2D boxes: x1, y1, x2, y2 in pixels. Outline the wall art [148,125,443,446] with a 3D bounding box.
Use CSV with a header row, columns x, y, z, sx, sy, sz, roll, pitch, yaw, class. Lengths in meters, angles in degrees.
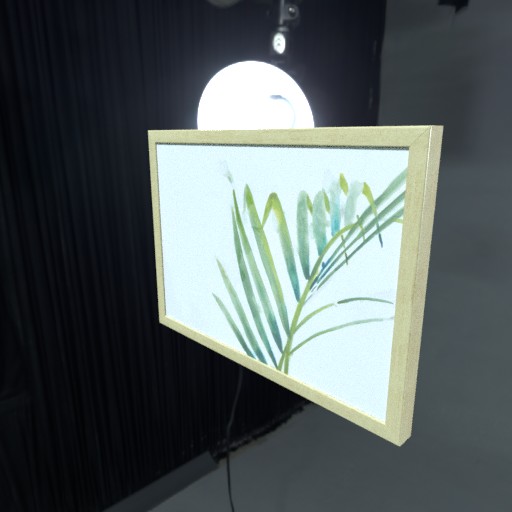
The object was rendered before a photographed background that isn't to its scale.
x,y,z,sx,sy,sz,roll,pitch,yaw,class
0.000,0.000,0.690,0.032,0.381,0.533,-14,21,-43,wall art
